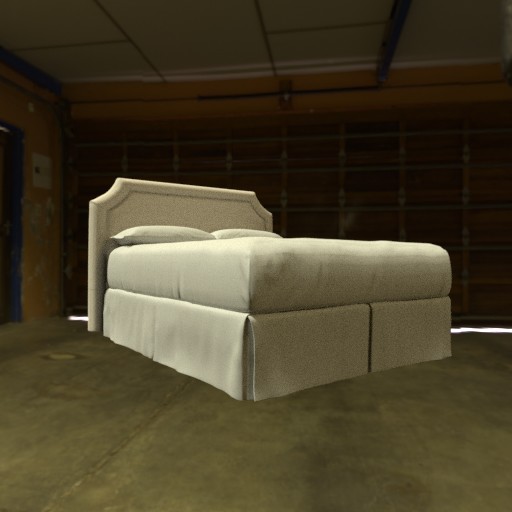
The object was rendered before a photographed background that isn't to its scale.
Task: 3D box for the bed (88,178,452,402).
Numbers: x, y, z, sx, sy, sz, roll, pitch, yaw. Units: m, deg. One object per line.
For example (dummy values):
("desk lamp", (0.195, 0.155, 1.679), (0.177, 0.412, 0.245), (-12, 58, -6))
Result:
("bed", (0.000, 0.000, 3.243), (1.828, 1.297, 2.164), (0, 0, -35))
